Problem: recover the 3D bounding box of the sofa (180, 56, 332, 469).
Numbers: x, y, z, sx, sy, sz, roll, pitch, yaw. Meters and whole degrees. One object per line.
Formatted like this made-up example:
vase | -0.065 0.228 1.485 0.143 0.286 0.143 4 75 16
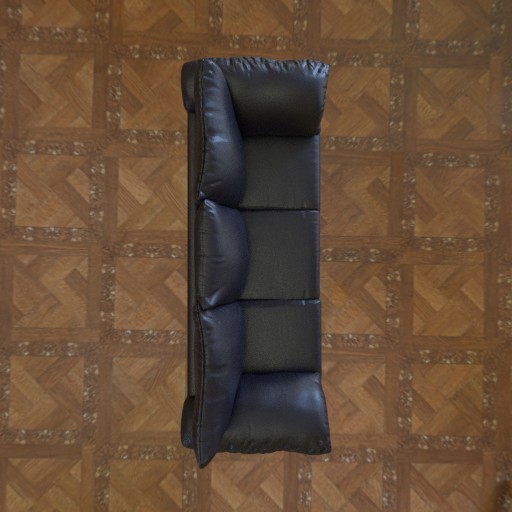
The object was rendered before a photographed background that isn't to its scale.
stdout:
sofa | 0.000 0.000 2.808 0.880 1.073 2.336 0 89 -1
